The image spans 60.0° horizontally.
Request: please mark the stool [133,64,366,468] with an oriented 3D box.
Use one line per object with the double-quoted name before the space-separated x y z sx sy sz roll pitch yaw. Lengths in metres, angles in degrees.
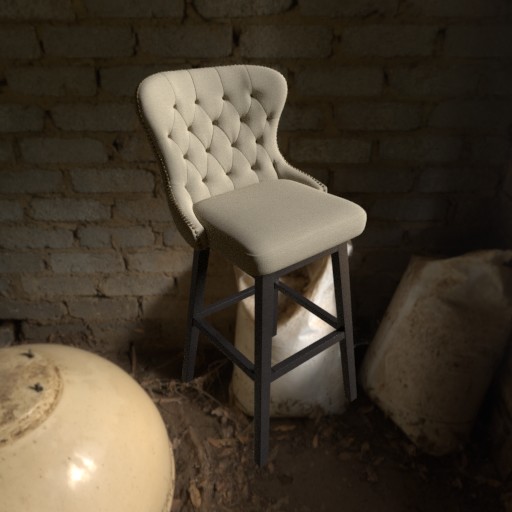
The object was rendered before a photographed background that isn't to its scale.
"stool" 0.000 0.000 1.417 0.528 1.066 0.605 -22 36 -33
